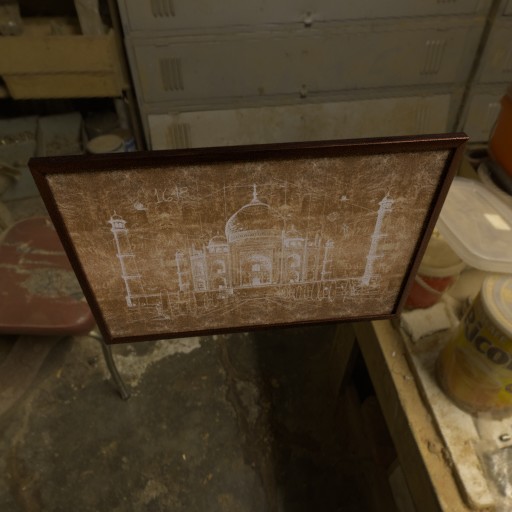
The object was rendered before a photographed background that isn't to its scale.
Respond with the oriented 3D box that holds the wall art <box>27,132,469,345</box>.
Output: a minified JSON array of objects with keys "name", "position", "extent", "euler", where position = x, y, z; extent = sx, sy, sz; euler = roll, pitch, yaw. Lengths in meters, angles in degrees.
[{"name":"wall art","position":[0.000,0.000,0.542],"extent":[0.431,0.304,0.012],"euler":[-4,46,-4]}]
